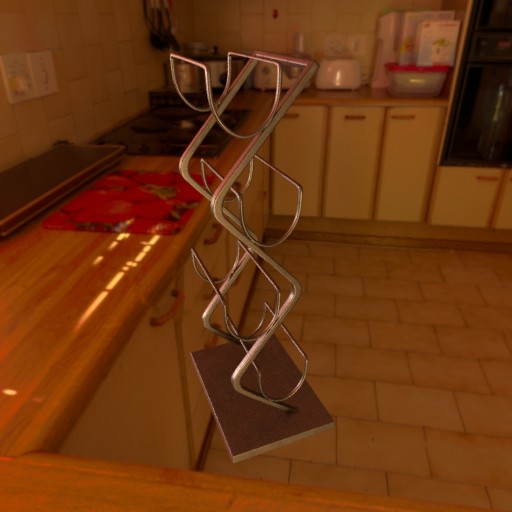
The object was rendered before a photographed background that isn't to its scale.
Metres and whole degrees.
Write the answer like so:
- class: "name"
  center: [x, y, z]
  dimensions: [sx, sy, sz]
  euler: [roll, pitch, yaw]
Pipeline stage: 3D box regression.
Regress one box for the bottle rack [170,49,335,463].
- class: "bottle rack"
  center: [0.000, 0.000, 0.674]
  dimensions: [0.178, 0.559, 0.254]
  euler: [-11, 31, -19]
